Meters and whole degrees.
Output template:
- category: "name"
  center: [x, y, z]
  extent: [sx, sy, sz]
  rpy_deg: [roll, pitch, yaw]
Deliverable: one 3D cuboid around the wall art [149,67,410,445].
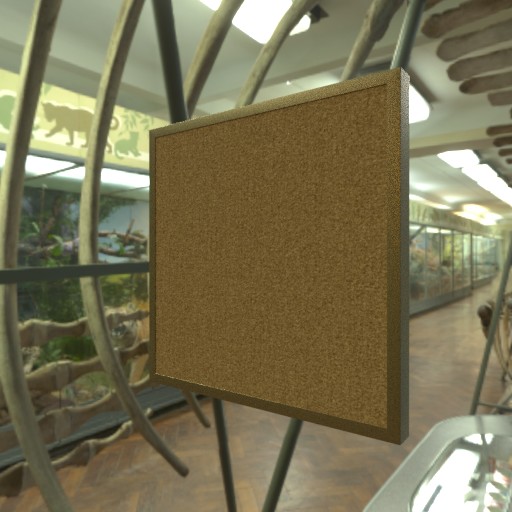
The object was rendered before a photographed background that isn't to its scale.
- category: "wall art"
  center: [0.000, 0.000, 0.762]
  extent: [0.510, 0.509, 0.037]
  rpy_deg: [0, 0, 36]
